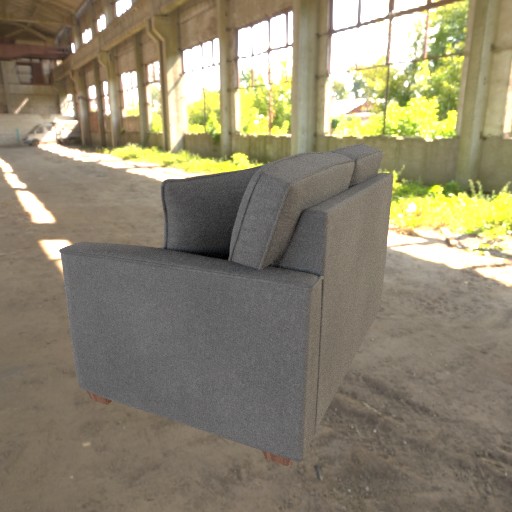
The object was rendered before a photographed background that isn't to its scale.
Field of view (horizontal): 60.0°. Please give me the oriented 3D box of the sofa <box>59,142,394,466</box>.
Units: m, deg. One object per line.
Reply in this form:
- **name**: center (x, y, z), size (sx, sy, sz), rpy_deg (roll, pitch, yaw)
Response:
- **sofa**: center (0.000, 0.000, 2.056), size (0.991, 0.989, 1.388), rpy_deg (8, 18, 24)
